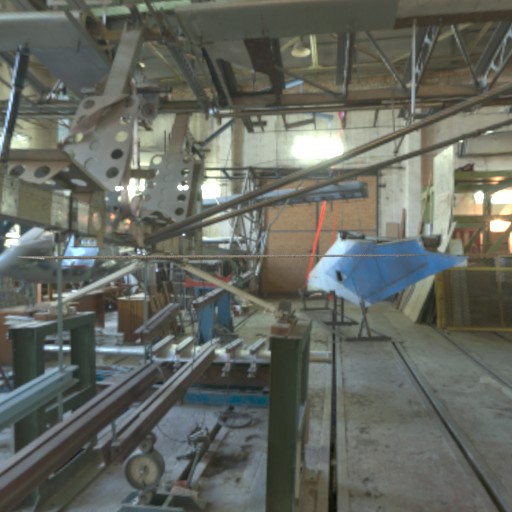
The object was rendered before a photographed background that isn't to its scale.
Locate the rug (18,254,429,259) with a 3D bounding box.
[{"bbox_3d":[0.000,0.000,2.653,2.443,0.009,0.706,0,1,-35],"label":"rug"}]
